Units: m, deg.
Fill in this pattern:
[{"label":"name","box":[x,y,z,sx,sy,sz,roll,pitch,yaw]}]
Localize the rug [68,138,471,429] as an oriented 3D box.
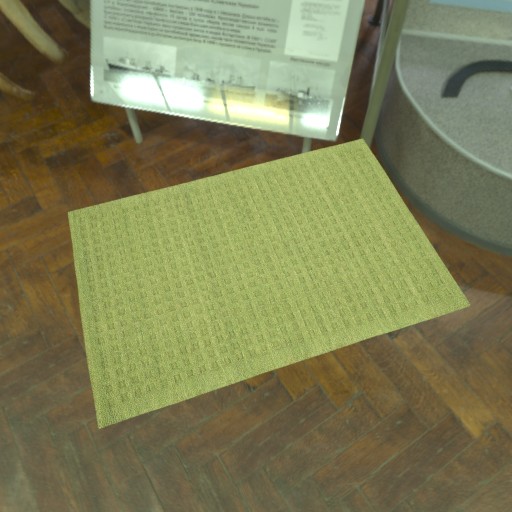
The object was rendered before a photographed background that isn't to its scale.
[{"label":"rug","box":[0.000,0.000,2.930,2.297,0.007,1.529,-16,60,-10]}]
